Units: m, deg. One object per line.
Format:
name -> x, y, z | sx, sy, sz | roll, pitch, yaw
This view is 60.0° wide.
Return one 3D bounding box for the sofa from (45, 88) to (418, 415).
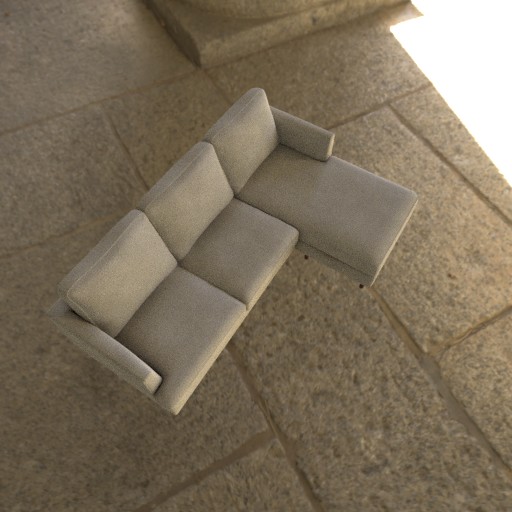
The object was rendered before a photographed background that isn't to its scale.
sofa -> 0.000, 0.000, 3.016 | 1.504, 0.956, 2.233 | 29, 63, 16
